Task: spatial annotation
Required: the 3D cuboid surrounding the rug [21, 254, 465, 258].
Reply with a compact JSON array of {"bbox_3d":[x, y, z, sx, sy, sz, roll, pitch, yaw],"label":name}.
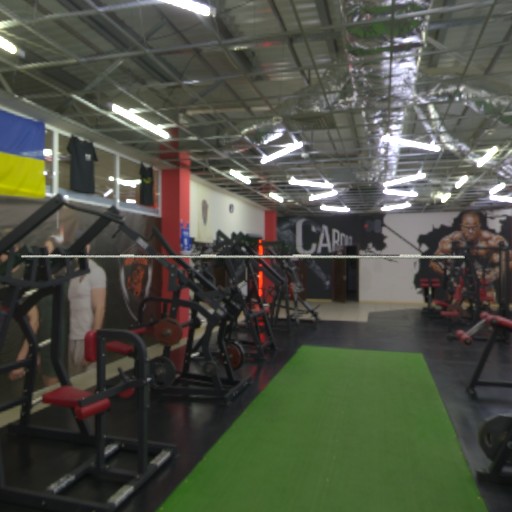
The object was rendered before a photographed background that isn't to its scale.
[{"bbox_3d":[0.000,0.000,2.886,2.286,0.016,1.555,0,0,18],"label":"rug"}]
